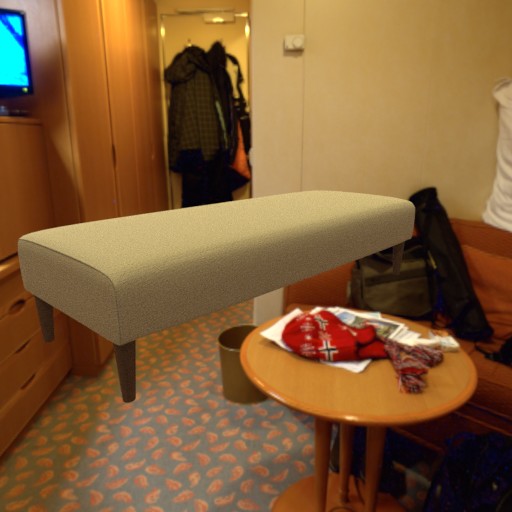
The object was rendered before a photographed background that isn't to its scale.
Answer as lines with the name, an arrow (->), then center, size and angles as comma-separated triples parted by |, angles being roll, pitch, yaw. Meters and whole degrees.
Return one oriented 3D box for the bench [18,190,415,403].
bench -> 0.000, 0.000, 1.819 | 0.646, 0.393, 1.609 | 14, 21, 42
